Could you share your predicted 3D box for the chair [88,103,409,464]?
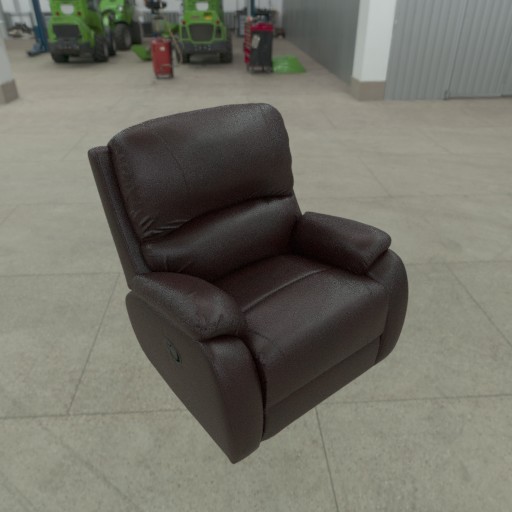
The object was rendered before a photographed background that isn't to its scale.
[{"bbox_3d":[0.000,0.000,1.736,0.930,1.011,0.899,-22,38,-32],"label":"chair"}]
